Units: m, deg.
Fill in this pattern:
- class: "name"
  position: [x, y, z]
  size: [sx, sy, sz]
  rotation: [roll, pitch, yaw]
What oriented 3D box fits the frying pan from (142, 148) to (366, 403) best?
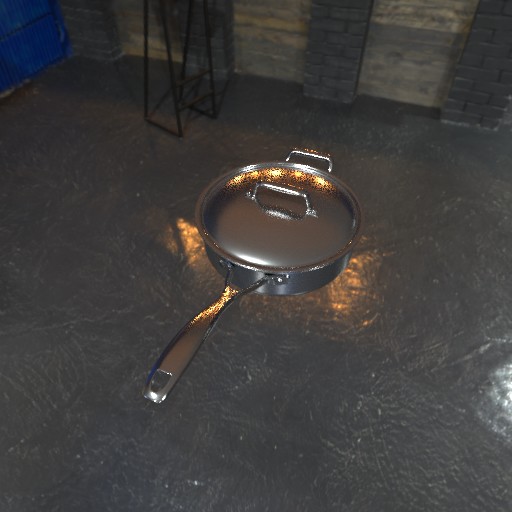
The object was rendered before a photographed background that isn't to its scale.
- class: "frying pan"
  position: [0.000, 0.000, 0.593]
  size: [0.245, 0.111, 0.492]
  rotation: [17, 49, 16]
